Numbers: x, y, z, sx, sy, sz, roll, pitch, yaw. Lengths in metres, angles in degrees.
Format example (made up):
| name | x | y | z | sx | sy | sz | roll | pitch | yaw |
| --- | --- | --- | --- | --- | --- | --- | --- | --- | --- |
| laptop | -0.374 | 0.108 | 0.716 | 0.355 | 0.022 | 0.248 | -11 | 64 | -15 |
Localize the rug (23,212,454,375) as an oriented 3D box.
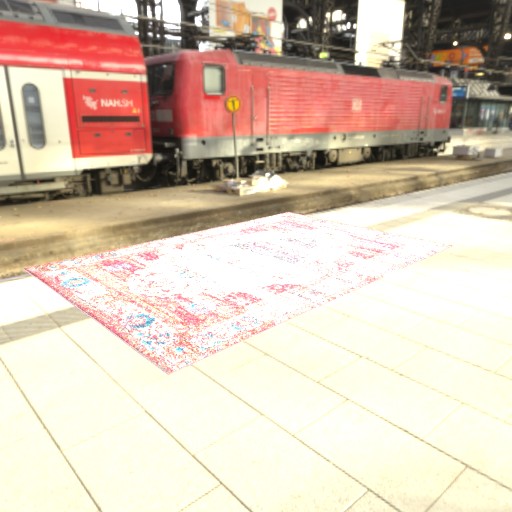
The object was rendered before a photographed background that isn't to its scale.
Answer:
| name | x | y | z | sx | sy | sz | roll | pitch | yaw |
| --- | --- | --- | --- | --- | --- | --- | --- | --- | --- |
| rug | 0.000 | 0.000 | 2.232 | 1.829 | 0.006 | 1.219 | -16 | 24 | -41 |
